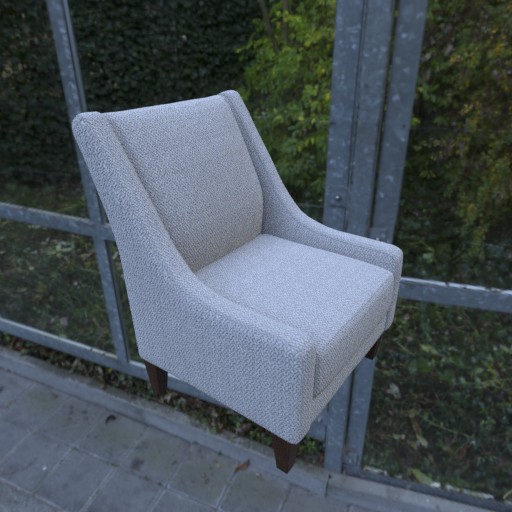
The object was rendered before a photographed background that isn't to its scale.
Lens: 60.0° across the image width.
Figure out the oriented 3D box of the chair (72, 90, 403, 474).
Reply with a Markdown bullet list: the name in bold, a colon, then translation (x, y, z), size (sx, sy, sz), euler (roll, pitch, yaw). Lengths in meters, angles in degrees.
- **chair**: translation (0.000, 0.000, 1.601), size (0.870, 1.014, 0.774), euler (18, 32, 32)
